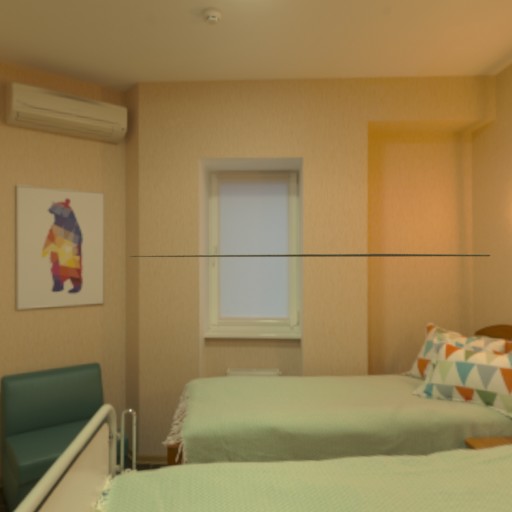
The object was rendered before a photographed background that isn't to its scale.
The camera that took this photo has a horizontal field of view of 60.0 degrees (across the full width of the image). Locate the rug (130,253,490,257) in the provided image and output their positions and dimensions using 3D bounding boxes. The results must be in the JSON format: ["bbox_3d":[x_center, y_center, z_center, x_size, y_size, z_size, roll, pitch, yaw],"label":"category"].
[{"bbox_3d":[0.000,0.000,2.482,0.684,0.009,2.275,0,0,-34],"label":"rug"}]
